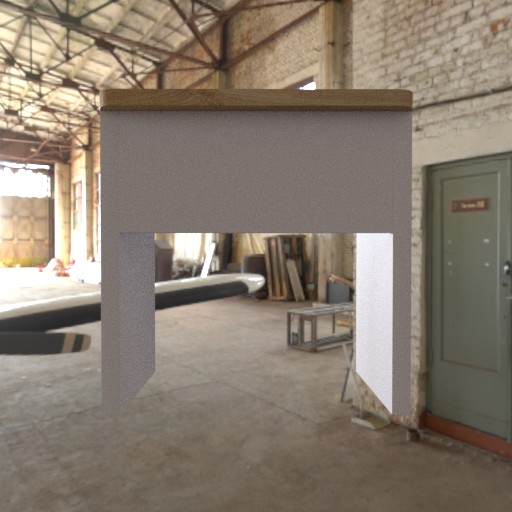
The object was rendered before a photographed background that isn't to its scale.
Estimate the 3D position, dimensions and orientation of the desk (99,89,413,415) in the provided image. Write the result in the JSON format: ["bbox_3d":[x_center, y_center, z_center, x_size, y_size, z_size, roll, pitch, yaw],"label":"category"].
[{"bbox_3d":[0.000,0.000,1.264,0.760,0.790,0.440,0,1,0],"label":"desk"}]
